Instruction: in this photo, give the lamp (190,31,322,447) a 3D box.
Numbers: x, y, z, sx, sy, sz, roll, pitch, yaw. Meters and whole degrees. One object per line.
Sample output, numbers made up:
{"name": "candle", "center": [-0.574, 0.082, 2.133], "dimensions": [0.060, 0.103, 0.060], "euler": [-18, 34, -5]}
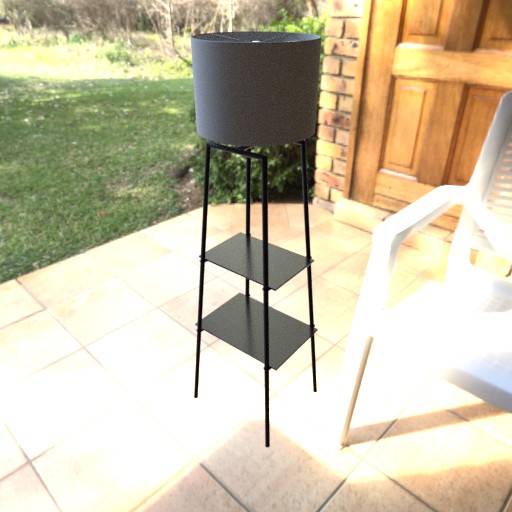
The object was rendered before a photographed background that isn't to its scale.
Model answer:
{"name": "lamp", "center": [0.000, 0.000, 1.654], "dimensions": [0.427, 1.474, 0.384], "euler": [22, 37, 32]}
